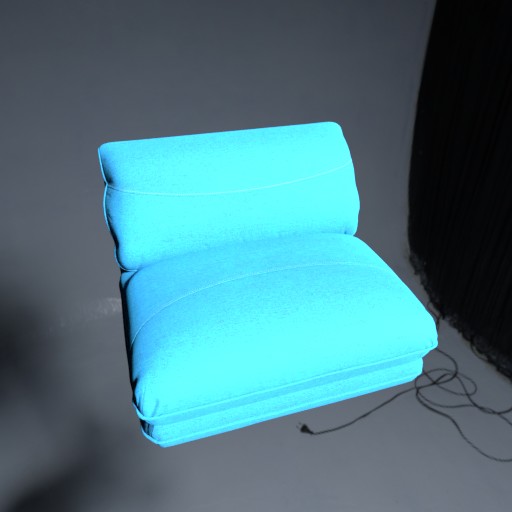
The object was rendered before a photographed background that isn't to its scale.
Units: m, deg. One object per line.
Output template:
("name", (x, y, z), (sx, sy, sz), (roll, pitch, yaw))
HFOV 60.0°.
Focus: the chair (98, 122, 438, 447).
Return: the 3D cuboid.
("chair", (0.000, 0.000, 1.320), (0.820, 0.580, 0.780), (-10, 34, -15))
